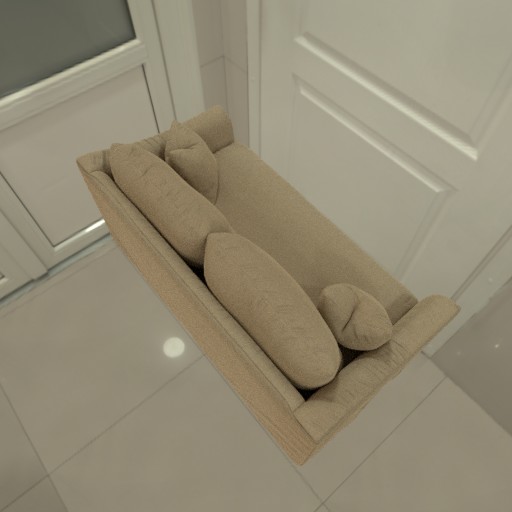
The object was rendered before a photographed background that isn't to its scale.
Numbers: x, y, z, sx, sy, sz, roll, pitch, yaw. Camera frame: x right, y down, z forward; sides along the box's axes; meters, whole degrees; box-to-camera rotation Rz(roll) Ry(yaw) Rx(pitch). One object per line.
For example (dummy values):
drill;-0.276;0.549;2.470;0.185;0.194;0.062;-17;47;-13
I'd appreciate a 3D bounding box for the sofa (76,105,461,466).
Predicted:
sofa;0.000;0.000;2.611;1.072;1.018;2.010;-36;65;-20
